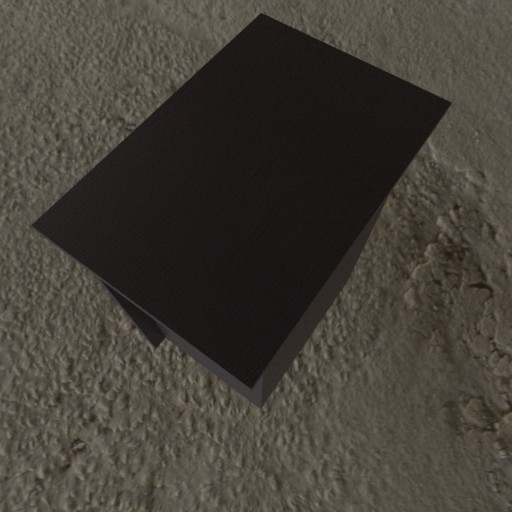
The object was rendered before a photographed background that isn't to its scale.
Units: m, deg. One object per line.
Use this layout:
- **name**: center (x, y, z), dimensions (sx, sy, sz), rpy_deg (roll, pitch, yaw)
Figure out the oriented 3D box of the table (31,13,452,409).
- **table**: center (0.000, 0.000, 1.029), dimensions (0.408, 0.711, 0.589), rpy_deg (33, 68, 15)
